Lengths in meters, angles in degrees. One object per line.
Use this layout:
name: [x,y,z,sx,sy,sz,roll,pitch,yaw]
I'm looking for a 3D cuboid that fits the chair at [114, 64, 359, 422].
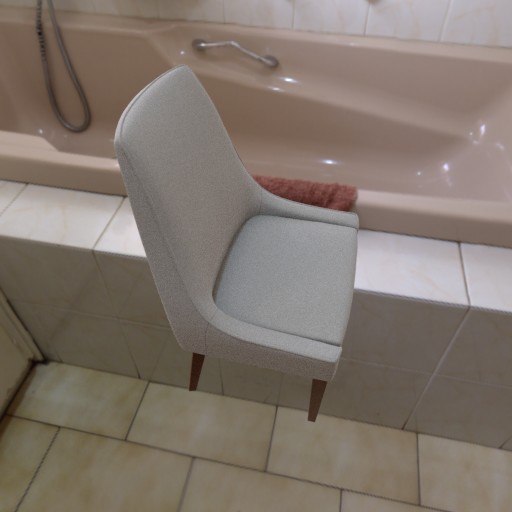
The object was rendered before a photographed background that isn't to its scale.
chair: [0.000,0.000,1.204,0.544,0.861,0.529,10,47,10]
